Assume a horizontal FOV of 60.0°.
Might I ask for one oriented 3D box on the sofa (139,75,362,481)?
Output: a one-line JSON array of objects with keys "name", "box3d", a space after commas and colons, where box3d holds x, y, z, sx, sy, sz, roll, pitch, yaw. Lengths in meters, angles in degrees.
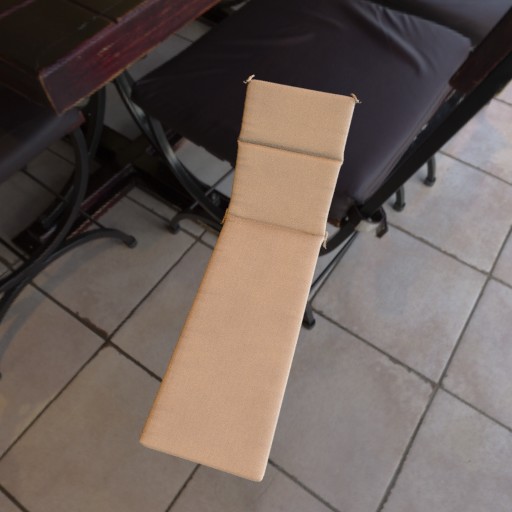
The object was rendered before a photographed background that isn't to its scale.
[{"name": "sofa", "box3d": [0.000, 0.000, 1.946, 0.582, 0.622, 1.663, 14, 59, 8]}]
